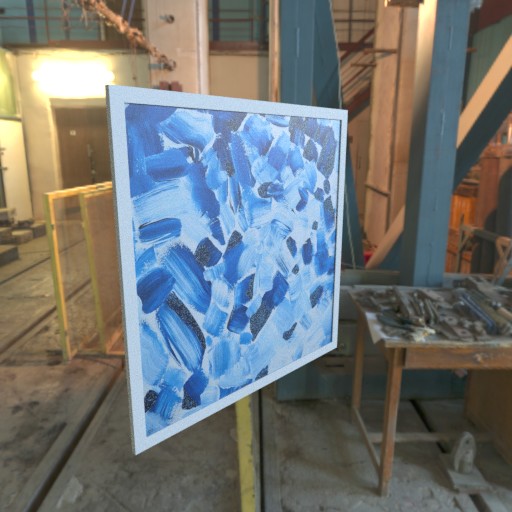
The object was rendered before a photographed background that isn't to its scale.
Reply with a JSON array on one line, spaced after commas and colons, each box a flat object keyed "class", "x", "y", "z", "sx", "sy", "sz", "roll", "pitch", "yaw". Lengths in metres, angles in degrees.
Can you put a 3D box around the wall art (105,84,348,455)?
[{"class": "wall art", "x": 0.000, "y": 0.000, "z": 1.222, "sx": 0.015, "sy": 0.812, "sz": 0.812, "roll": 13, "pitch": 19, "yaw": 43}]
